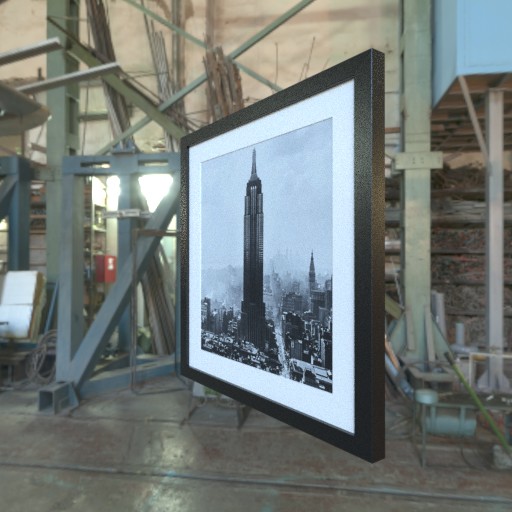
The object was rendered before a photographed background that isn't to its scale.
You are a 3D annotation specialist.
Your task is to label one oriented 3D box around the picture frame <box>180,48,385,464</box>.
[{"bbox_3d":[0.000,0.000,0.826,0.029,0.557,0.559,0,0,-37],"label":"picture frame"}]
